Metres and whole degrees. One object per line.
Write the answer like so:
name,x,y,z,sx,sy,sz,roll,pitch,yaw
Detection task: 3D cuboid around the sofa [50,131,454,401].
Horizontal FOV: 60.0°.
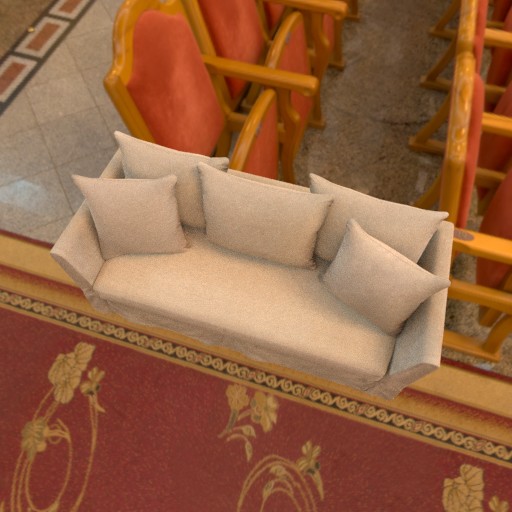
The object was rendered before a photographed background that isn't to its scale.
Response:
sofa,0.000,0.000,2.879,2.290,1.034,1.031,15,59,9
